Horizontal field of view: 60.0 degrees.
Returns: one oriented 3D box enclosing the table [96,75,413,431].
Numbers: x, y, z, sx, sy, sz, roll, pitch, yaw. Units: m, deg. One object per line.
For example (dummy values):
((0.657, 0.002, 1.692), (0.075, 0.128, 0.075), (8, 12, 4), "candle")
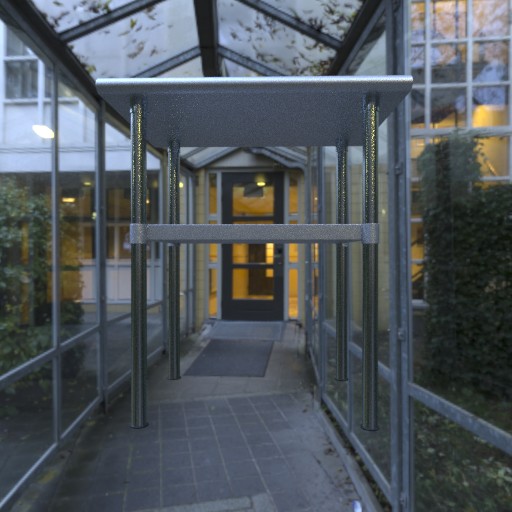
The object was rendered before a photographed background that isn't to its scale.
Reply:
((0.000, 0.000, 1.357), (0.762, 0.876, 0.584), (0, 0, 1), "table")
